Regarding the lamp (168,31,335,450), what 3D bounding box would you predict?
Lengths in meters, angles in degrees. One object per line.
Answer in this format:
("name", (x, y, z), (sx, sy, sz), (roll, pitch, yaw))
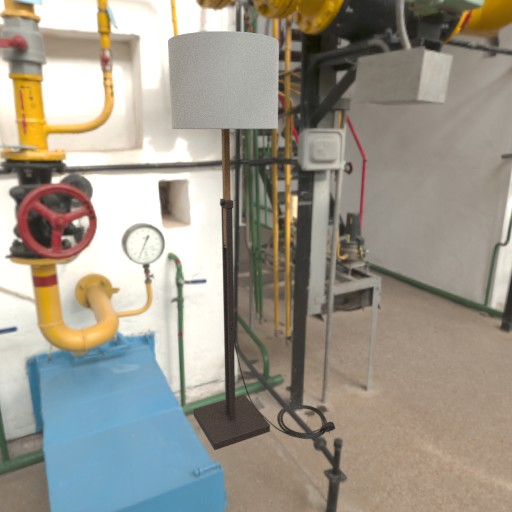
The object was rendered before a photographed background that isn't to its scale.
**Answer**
("lamp", (0.000, 0.000, 1.885), (0.639, 1.650, 0.474), (-8, 18, -26))
